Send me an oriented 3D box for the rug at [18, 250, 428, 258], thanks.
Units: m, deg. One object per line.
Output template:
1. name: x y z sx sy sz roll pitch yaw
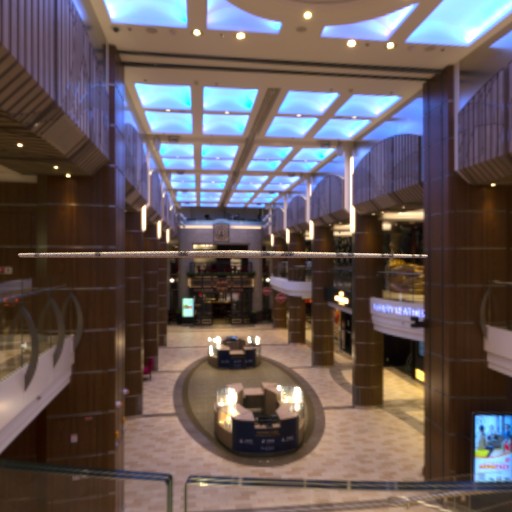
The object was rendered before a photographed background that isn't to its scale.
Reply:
1. rug: 0.000 0.000 3.376 1.801 0.026 2.701 0 0 37
